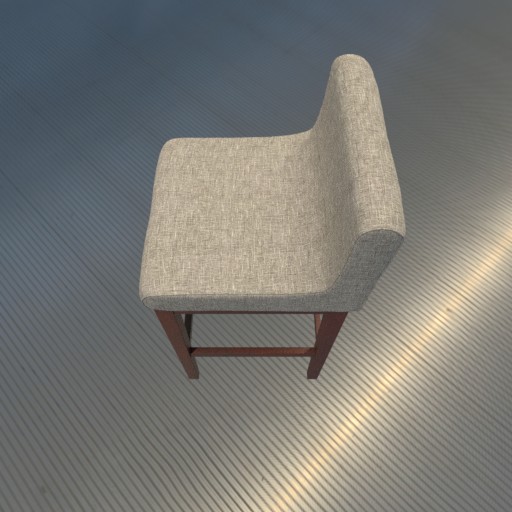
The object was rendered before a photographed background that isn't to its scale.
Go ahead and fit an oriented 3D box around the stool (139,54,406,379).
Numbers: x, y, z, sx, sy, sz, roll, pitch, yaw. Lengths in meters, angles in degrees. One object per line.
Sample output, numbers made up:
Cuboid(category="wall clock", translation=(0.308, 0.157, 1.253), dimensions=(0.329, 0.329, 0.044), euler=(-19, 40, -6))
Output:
Cuboid(category="stool", translation=(0.000, 0.000, 1.094), dimensions=(0.459, 0.835, 0.417), euler=(0, 59, 0))
